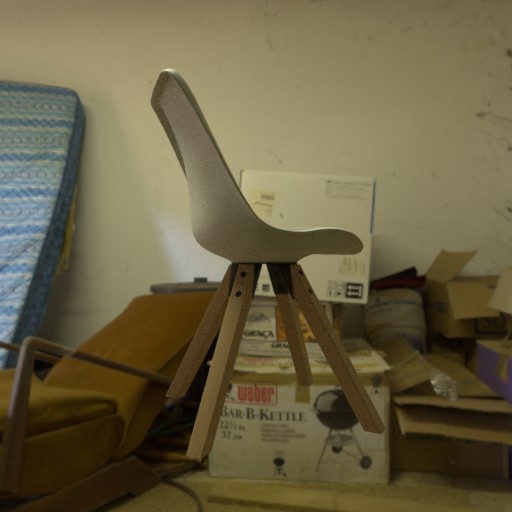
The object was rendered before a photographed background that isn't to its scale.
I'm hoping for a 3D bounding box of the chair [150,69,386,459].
[{"bbox_3d":[0.000,0.000,1.193,0.550,0.850,0.485,0,0,-17],"label":"chair"}]
